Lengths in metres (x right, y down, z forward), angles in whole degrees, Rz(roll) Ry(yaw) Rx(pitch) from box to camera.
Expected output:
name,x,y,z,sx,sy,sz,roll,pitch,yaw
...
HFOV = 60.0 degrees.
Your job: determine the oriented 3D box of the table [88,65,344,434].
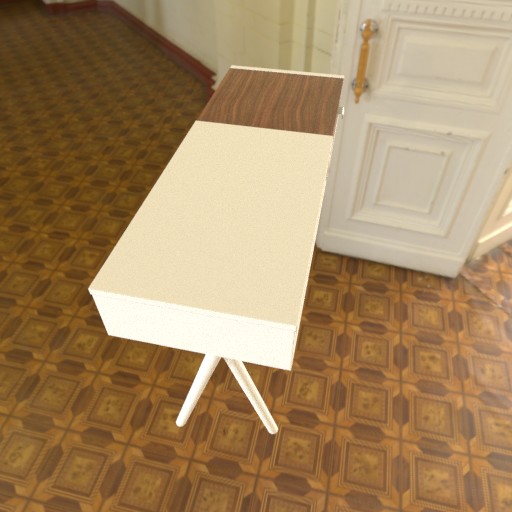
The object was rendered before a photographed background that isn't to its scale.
name,x,y,z,sx,sy,sz,roll,pitch,yaw
table,0.000,0.000,1.456,0.418,0.785,1.066,9,46,9
